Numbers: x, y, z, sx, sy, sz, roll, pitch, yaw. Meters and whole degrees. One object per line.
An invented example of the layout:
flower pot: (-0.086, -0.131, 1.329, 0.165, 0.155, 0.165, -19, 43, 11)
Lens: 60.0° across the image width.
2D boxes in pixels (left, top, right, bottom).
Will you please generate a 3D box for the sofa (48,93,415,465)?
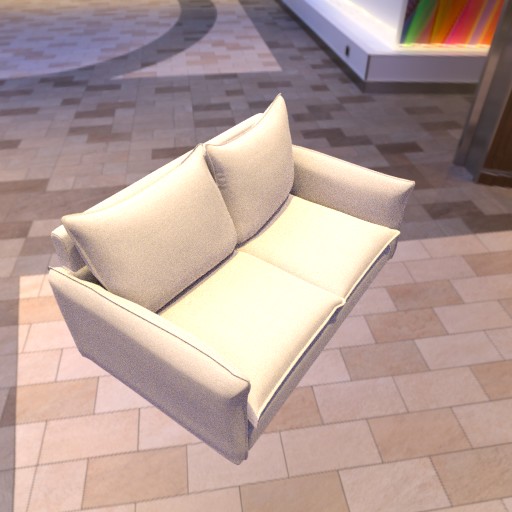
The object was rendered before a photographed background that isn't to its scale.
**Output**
sofa: (0.000, 0.000, 1.796, 0.820, 0.840, 1.300, 24, 46, 26)
